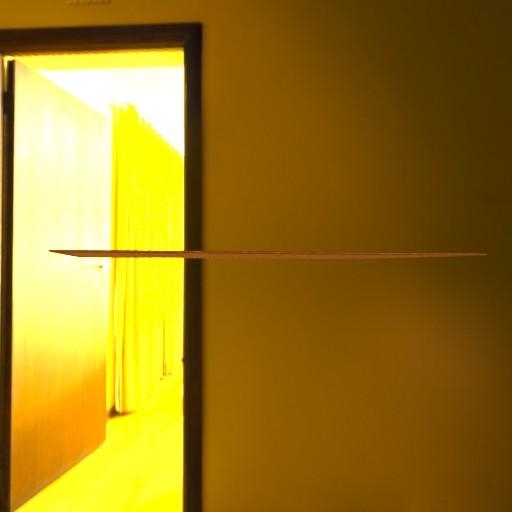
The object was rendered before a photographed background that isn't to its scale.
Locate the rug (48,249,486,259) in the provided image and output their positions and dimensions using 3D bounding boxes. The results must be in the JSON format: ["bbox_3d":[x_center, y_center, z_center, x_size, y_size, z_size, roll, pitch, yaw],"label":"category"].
[{"bbox_3d":[0.000,0.000,2.321,1.829,0.010,1.213,0,-1,-17],"label":"rug"}]
